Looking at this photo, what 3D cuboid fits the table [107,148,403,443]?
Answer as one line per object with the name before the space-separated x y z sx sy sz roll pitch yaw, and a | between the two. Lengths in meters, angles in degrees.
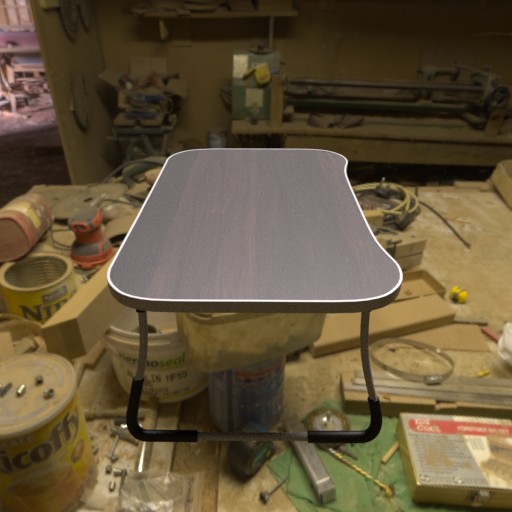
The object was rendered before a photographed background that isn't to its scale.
table | 0.000 0.000 0.856 0.400 0.232 0.660 0 31 0
